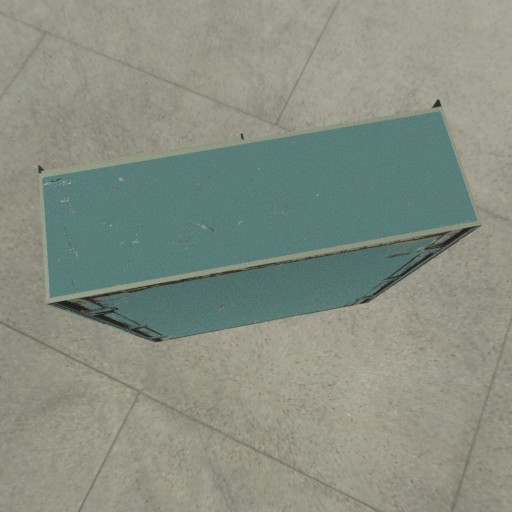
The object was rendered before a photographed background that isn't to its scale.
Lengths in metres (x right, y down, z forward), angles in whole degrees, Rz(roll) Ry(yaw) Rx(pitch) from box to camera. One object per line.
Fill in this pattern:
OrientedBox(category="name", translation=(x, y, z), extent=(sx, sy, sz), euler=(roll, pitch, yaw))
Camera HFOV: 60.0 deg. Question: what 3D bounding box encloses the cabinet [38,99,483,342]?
OrientedBox(category="cabinet", translation=(0.000, 0.000, 3.124), extent=(2.000, 2.160, 0.680), euler=(-10, 75, -3))
